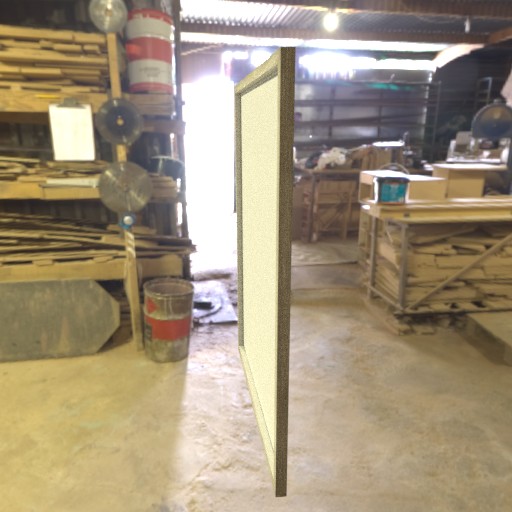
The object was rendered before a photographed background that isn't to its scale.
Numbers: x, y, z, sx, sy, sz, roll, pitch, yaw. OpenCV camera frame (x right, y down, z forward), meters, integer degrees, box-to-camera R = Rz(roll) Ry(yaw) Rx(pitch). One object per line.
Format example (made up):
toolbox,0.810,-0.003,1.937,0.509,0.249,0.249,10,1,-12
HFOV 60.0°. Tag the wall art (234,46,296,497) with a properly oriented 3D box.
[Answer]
wall art,0.000,0.000,1.328,0.035,1.022,0.781,-3,16,-9
